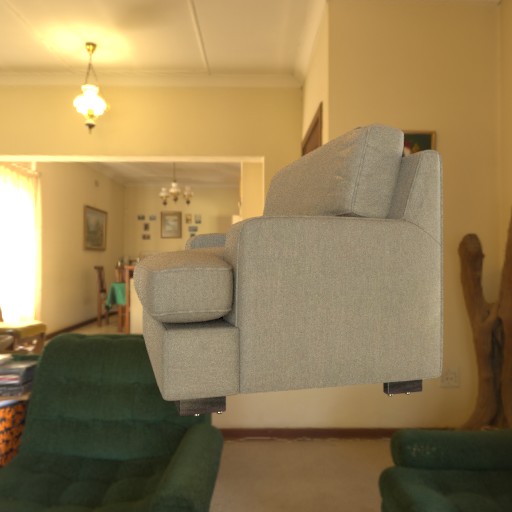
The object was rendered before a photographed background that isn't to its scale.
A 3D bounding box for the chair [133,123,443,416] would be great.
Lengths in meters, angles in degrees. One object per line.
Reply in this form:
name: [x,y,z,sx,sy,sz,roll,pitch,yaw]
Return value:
chair: [0.000,0.000,1.977,1.043,0.974,1.270,0,0,-17]
